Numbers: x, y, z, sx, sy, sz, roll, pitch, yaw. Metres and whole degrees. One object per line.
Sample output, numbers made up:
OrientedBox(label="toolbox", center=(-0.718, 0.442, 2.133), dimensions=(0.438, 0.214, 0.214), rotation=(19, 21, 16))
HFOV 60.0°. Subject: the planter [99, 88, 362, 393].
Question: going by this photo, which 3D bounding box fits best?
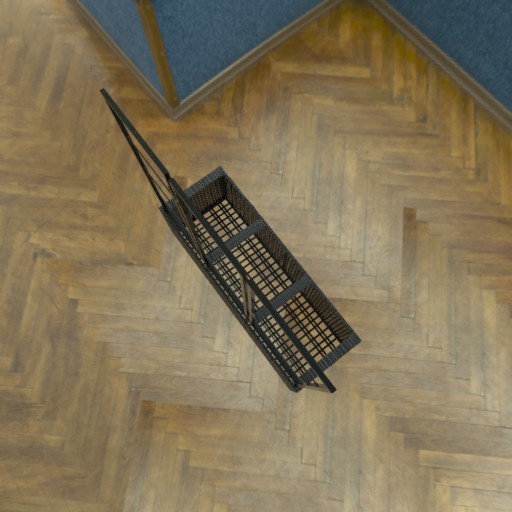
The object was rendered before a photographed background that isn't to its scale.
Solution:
OrientedBox(label="planter", center=(0.000, 0.000, 1.165), dimensions=(0.244, 0.841, 0.699), rotation=(-36, 78, -9))
